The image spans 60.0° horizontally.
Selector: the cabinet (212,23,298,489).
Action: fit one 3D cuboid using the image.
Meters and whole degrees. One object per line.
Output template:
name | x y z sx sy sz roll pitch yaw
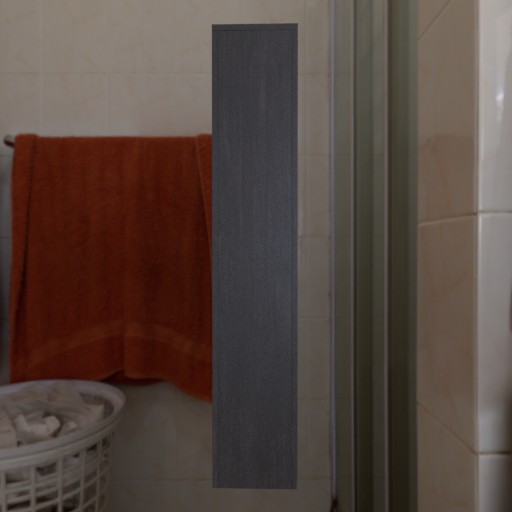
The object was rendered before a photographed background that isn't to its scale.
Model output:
cabinet | 0.000 0.000 1.595 0.250 1.280 0.750 0 1 2
